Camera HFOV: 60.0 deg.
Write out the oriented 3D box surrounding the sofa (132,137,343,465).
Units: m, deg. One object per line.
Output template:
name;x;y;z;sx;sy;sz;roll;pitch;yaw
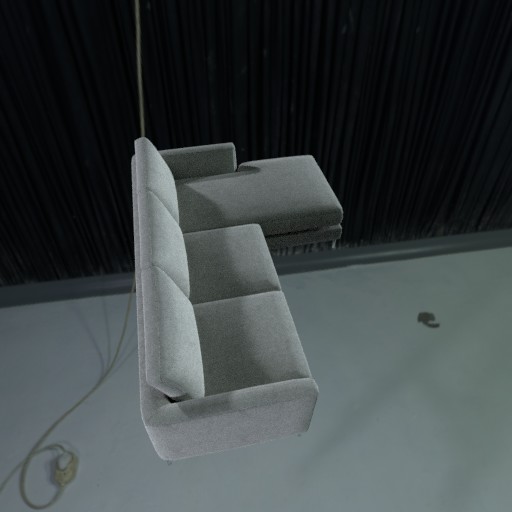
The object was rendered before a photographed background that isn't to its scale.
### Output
sofa;0.000;0.000;3.155;1.626;0.864;2.438;-9;46;-9
